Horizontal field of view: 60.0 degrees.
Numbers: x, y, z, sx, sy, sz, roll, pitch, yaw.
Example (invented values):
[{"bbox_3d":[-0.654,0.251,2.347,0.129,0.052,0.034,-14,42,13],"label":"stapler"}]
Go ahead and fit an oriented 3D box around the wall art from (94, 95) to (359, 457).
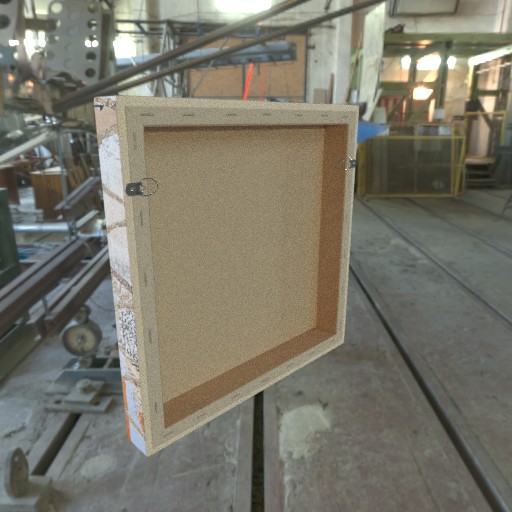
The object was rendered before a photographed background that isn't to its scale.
[{"bbox_3d":[0.000,0.000,0.461,0.303,0.304,0.036,-16,23,-42],"label":"wall art"}]
